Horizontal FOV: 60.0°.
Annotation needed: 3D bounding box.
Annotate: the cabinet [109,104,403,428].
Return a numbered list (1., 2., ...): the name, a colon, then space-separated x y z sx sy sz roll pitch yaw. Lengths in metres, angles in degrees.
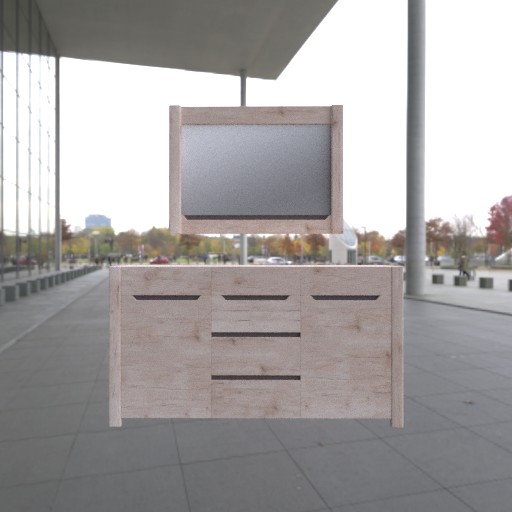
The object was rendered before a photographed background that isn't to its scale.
1. cabinet: 0.000 0.000 2.761 1.700 1.981 0.420 0 0 0
